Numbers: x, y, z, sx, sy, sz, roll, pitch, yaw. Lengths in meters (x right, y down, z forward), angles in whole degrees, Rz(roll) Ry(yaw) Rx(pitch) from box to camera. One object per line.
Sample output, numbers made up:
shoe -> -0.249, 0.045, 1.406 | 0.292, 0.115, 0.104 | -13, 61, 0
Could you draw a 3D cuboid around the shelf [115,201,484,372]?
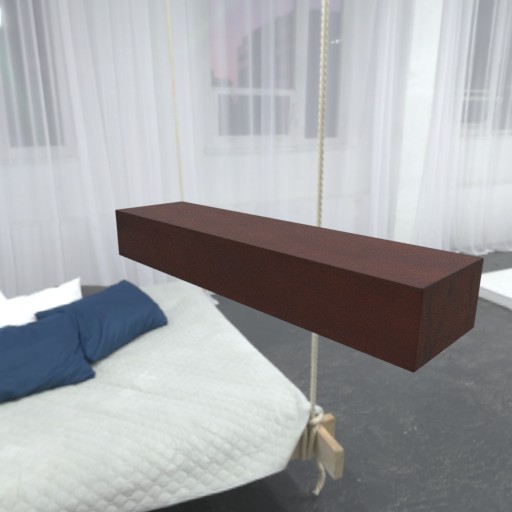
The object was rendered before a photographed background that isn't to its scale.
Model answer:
shelf -> 0.000, 0.000, 0.687 | 0.152, 0.088, 0.607 | -15, 21, -42
